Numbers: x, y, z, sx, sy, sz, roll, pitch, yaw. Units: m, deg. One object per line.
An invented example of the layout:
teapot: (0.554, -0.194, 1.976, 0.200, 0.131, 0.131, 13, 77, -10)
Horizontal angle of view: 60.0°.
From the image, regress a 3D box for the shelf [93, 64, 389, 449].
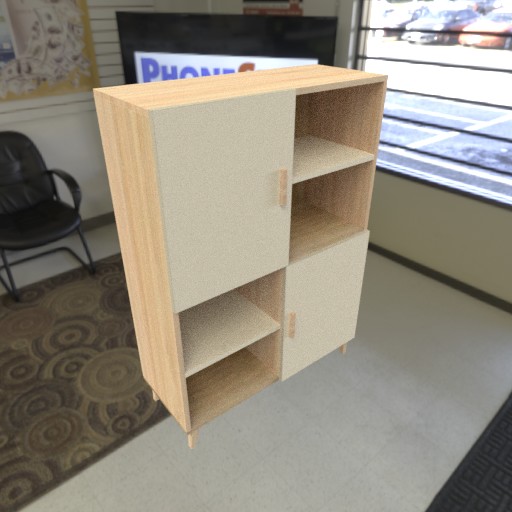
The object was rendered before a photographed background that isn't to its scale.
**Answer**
shelf: (0.000, 0.000, 1.894, 0.995, 1.405, 0.434, -21, 36, -32)
